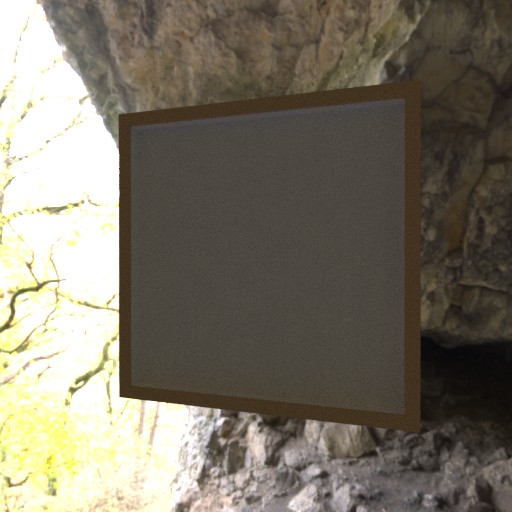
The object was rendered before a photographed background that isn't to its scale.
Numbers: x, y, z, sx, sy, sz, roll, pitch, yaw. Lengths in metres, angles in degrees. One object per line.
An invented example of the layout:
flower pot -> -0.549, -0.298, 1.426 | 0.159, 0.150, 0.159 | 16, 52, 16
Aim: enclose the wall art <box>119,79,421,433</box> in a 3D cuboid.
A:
wall art -> 0.000, 0.000, 0.878 | 0.612, 0.612, 0.038 | 0, 0, 18
